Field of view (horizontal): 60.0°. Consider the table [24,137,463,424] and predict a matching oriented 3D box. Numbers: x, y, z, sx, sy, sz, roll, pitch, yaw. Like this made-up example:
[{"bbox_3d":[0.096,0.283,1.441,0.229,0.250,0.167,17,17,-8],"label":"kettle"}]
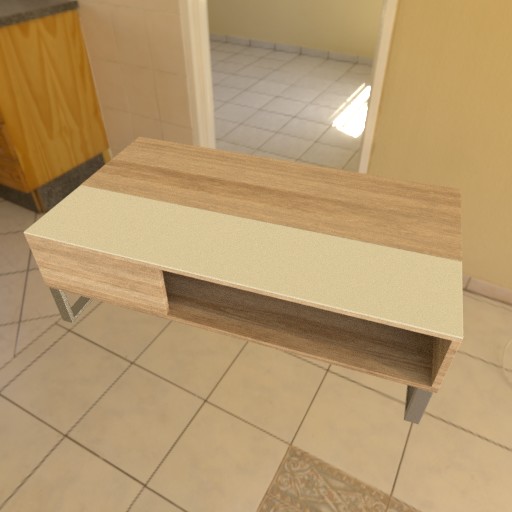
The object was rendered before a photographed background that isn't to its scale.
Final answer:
[{"bbox_3d":[0.000,0.000,1.369,1.100,0.350,0.600,13,42,14],"label":"table"}]
